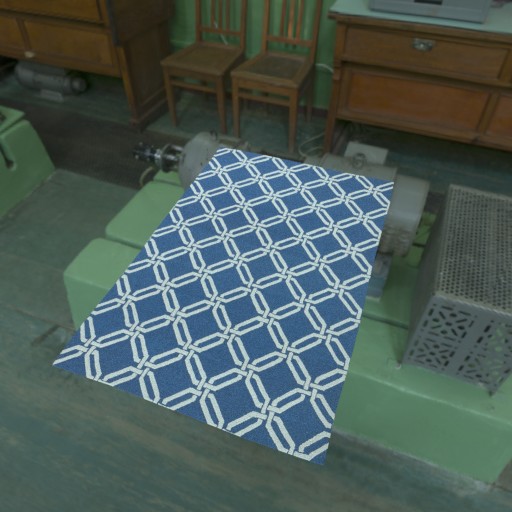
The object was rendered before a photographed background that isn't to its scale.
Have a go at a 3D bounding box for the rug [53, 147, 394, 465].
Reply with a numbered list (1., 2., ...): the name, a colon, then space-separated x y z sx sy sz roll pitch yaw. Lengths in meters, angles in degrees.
1. rug: 0.000 0.000 2.248 1.153 0.010 1.755 15 48 14
